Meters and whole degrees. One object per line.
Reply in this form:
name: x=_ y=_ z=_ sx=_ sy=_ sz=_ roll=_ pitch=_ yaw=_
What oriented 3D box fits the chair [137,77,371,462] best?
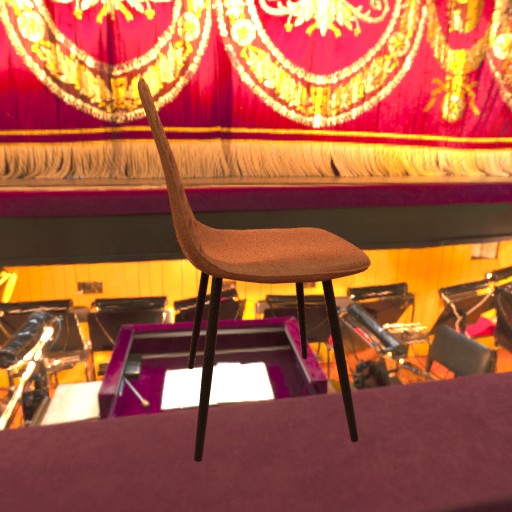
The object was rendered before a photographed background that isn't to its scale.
chair: x=0.000 y=0.000 z=1.207 sx=0.561 sy=0.889 sz=0.472 roll=-3 pitch=15 yaw=-10
